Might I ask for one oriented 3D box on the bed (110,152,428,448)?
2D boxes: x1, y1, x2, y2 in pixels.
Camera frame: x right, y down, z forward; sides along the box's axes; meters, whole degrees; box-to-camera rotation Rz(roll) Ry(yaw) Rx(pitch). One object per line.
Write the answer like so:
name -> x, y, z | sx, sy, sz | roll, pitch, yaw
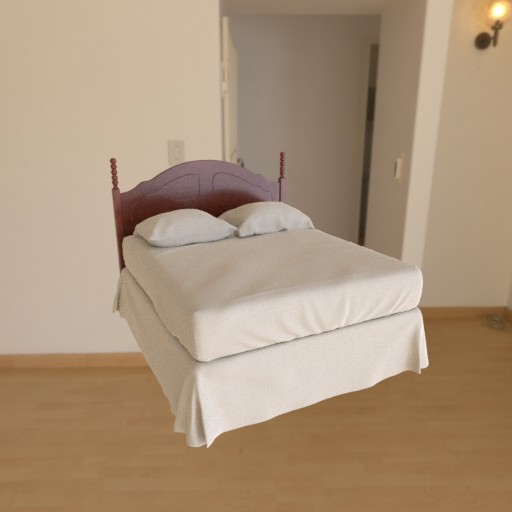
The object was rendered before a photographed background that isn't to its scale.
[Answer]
bed -> 0.000, 0.000, 3.317 | 1.873, 1.356, 2.040 | -9, 19, -26
